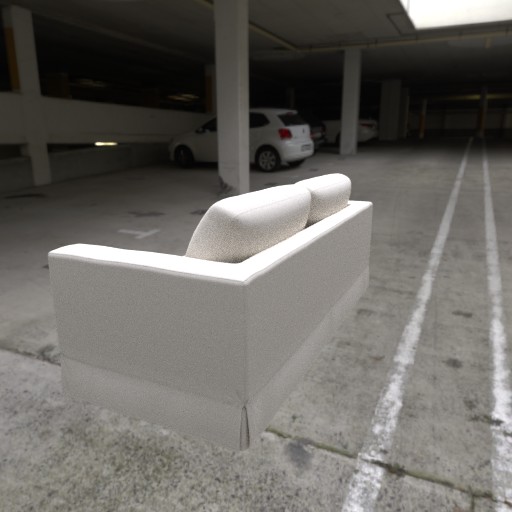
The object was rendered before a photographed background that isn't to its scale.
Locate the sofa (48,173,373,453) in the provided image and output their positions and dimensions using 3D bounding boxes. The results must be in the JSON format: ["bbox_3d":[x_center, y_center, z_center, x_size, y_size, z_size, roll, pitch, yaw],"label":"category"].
[{"bbox_3d":[0.000,0.000,2.637,0.954,0.881,2.163,7,16,25],"label":"sofa"}]
